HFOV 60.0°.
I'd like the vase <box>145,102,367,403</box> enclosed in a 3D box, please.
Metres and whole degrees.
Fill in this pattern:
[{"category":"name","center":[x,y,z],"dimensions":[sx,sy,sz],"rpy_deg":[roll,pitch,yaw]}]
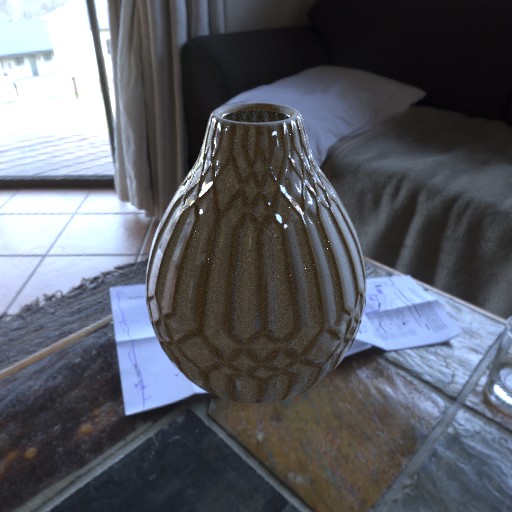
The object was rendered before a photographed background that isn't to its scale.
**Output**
[{"category":"vase","center":[0.000,0.000,0.315],"dimensions":[0.159,0.200,0.159],"rpy_deg":[0,32,0]}]
